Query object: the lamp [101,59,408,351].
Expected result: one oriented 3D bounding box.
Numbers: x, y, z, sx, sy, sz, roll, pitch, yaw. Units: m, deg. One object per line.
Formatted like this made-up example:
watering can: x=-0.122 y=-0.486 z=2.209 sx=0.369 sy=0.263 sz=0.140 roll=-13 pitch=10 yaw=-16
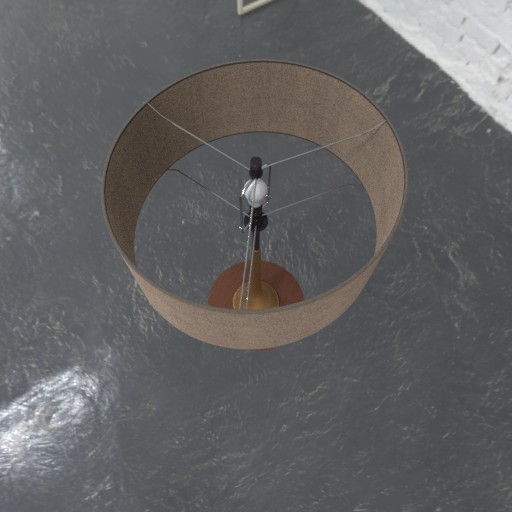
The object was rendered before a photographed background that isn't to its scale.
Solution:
lamp: x=0.000 y=0.000 z=0.824 sx=0.396 sy=0.551 sz=0.417 roll=32 pitch=67 yaw=15
